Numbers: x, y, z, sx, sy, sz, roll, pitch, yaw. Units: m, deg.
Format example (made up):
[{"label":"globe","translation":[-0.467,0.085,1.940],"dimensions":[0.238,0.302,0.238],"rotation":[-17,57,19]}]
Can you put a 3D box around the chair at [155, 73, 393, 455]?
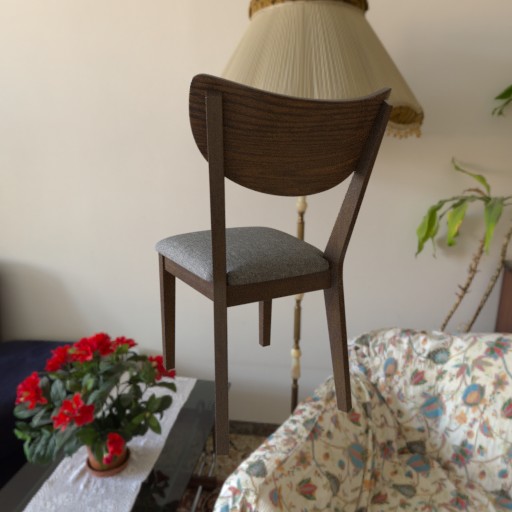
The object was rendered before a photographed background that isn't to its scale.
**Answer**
[{"label":"chair","translation":[0.000,0.000,1.206],"dimensions":[0.491,0.849,0.583],"rotation":[-8,17,-27]}]
